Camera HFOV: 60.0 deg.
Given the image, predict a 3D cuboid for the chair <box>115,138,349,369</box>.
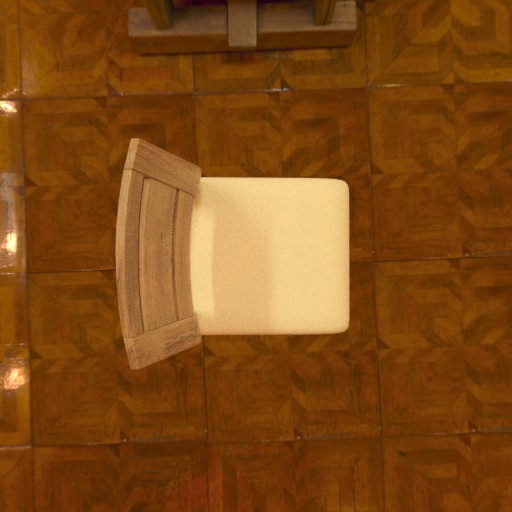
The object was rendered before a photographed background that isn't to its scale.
[{"bbox_3d":[0.000,0.000,1.254,0.561,0.955,0.457,0,89,0],"label":"chair"}]
